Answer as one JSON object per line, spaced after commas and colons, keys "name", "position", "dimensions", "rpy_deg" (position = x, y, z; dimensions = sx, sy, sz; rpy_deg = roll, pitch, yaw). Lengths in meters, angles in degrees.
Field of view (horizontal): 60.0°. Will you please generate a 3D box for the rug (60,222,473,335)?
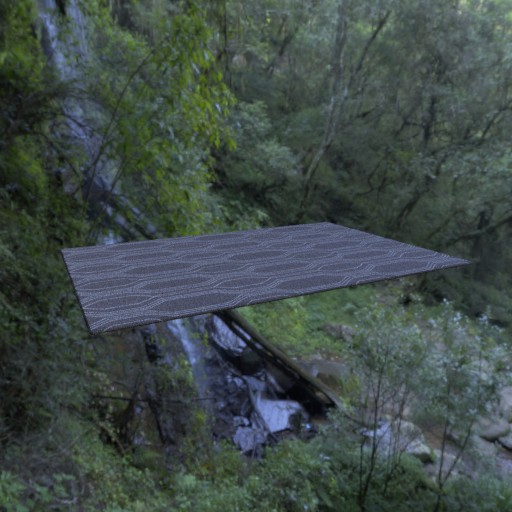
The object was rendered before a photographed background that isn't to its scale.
{"name": "rug", "position": [0.000, 0.000, 2.356], "dimensions": [1.836, 0.012, 1.239], "rpy_deg": [-8, 17, -26]}
